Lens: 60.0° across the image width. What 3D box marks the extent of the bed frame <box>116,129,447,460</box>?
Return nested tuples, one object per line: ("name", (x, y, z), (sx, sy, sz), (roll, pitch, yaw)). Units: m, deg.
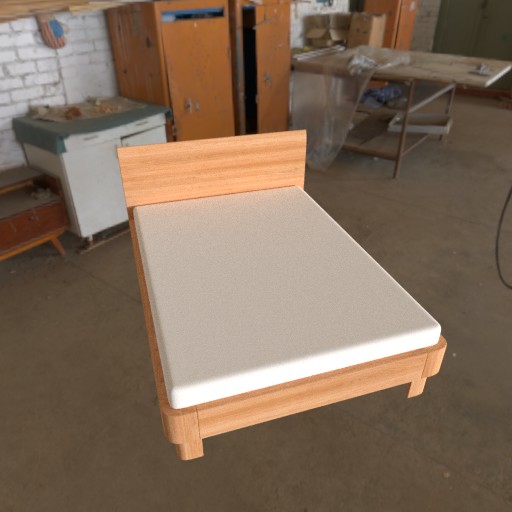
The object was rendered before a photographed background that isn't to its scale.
("bed frame", (0.000, 0.000, 2.822), (1.472, 0.940, 1.992), (-10, 33, -15))
